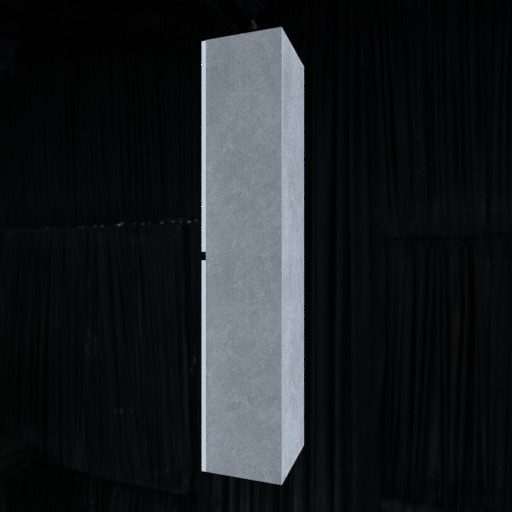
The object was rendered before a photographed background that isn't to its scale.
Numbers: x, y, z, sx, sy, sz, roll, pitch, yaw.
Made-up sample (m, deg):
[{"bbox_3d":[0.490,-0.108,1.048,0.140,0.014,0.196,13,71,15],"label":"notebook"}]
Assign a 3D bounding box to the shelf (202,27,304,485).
[{"bbox_3d":[0.000,0.000,1.541,0.270,1.400,0.300,0,0,19],"label":"shelf"}]
